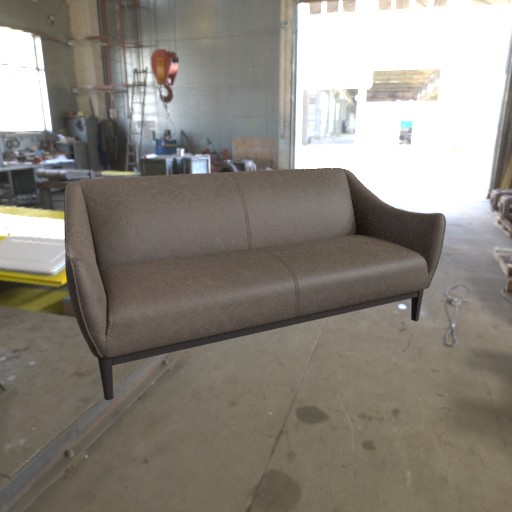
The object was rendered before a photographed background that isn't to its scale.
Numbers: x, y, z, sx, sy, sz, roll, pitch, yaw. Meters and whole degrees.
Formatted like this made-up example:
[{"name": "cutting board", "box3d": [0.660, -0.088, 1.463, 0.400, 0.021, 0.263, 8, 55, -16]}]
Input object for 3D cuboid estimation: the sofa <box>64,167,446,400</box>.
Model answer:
[{"name": "sofa", "box3d": [0.000, 0.000, 2.404, 1.928, 0.831, 0.869, -8, 18, -25]}]
